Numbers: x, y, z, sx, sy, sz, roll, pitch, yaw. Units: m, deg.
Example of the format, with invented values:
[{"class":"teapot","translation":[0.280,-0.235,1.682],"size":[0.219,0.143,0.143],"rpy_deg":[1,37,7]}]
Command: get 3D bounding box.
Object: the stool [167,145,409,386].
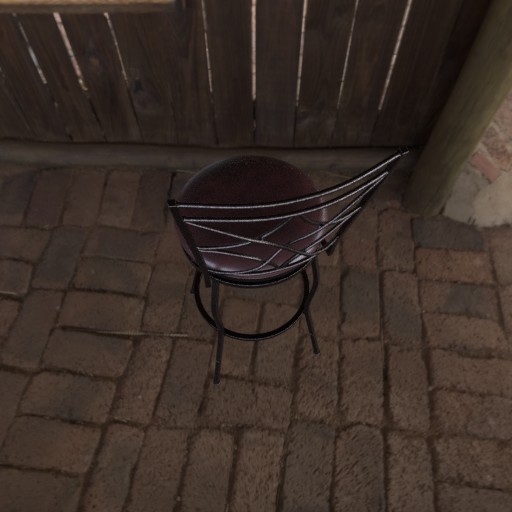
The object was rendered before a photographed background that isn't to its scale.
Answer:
[{"class":"stool","translation":[0.000,0.000,1.331],"size":[0.434,1.117,0.534],"rpy_deg":[-14,58,-9]}]
